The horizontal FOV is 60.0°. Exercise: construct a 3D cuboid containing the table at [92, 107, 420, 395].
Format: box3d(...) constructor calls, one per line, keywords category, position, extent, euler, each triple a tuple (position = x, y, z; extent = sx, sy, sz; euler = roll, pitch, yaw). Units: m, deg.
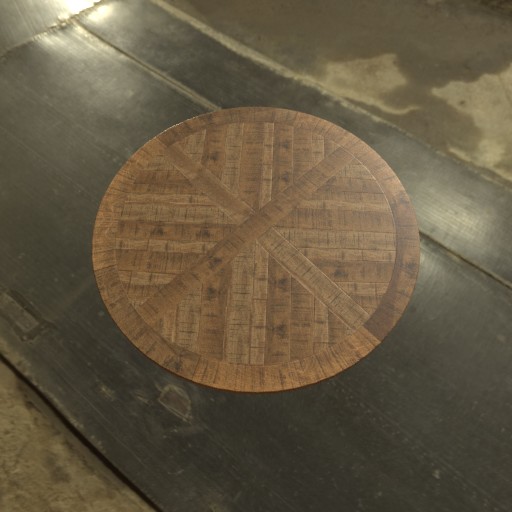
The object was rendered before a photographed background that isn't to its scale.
box3d(category="table", position=(0.000, 0.000, 1.954), extent=(1.264, 0.516, 1.264), euler=(0, 63, 0))
